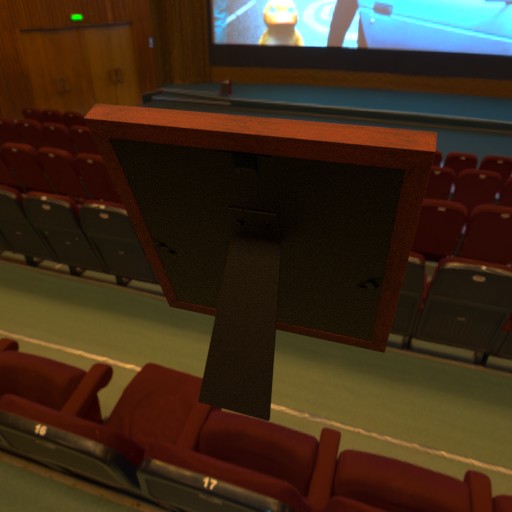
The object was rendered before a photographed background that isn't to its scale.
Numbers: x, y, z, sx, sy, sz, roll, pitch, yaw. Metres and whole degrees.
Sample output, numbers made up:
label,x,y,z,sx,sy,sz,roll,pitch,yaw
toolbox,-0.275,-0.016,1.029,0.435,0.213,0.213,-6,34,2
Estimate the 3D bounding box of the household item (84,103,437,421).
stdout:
label,x,y,z,sx,sy,sz,roll,pitch,yaw
household item,0.000,0.000,0.374,0.240,0.240,0.131,10,33,15
